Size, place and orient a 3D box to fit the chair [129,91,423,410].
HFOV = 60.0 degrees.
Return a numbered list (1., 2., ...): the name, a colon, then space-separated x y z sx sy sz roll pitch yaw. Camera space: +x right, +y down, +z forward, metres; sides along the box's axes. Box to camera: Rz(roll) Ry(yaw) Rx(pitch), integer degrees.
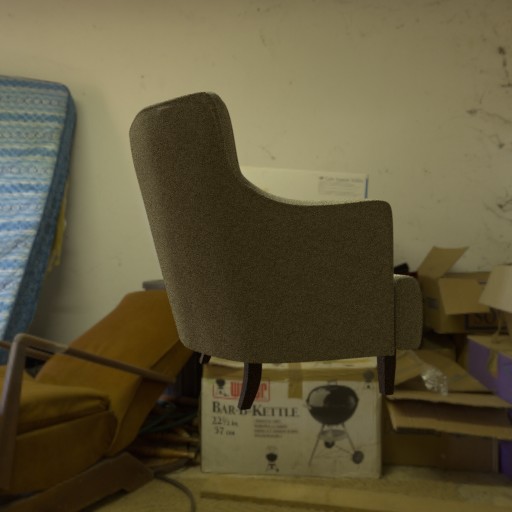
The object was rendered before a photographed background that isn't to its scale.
1. chair: 0.000 0.000 1.686 0.910 0.920 0.820 0 0 -18
